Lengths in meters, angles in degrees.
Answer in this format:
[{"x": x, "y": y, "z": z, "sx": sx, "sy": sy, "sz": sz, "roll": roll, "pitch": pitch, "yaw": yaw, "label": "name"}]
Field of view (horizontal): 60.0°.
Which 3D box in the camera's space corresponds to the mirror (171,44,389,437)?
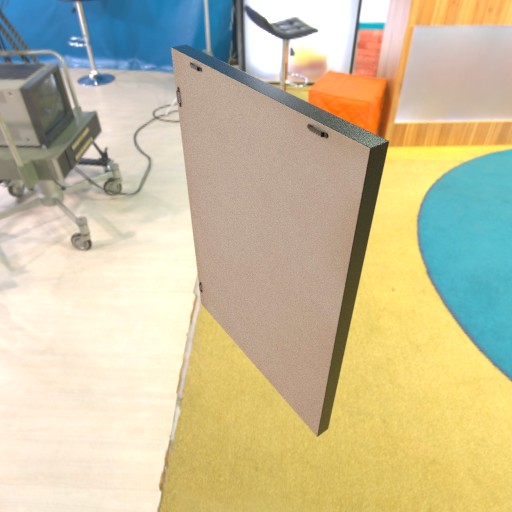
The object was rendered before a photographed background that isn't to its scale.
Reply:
[{"x": 0.000, "y": 0.000, "z": 0.927, "sx": 0.039, "sy": 0.710, "sz": 0.507, "roll": -26, "pitch": 47, "yaw": -27, "label": "mirror"}]
